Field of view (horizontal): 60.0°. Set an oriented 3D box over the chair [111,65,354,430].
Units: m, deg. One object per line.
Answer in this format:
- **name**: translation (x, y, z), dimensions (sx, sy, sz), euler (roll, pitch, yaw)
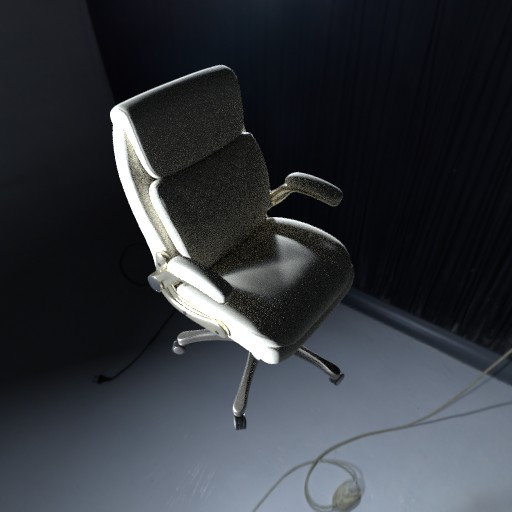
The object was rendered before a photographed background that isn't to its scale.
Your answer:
- **chair**: translation (0.000, 0.000, 1.633), dimensions (0.794, 1.110, 0.740), euler (24, 47, 25)
